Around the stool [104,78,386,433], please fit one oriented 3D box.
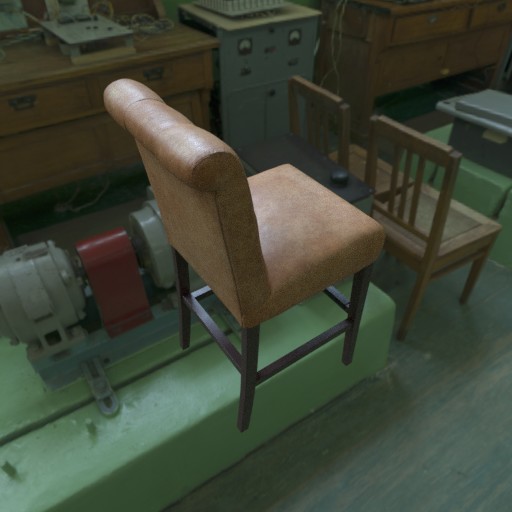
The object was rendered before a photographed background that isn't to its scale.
[{"bbox_3d":[0.000,0.000,1.363,0.601,1.047,0.493,-25,47,-26],"label":"stool"}]
